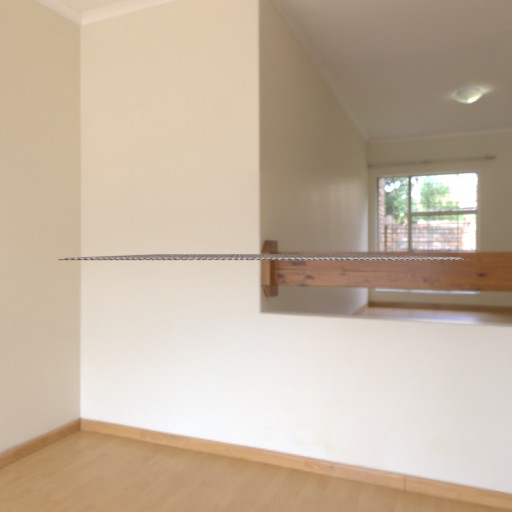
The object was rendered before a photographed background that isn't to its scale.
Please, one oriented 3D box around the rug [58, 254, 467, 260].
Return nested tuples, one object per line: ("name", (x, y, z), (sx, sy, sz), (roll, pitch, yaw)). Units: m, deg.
("rug", (0.000, 0.000, 3.864), (2.256, 0.013, 2.910), (0, 1, -2))
